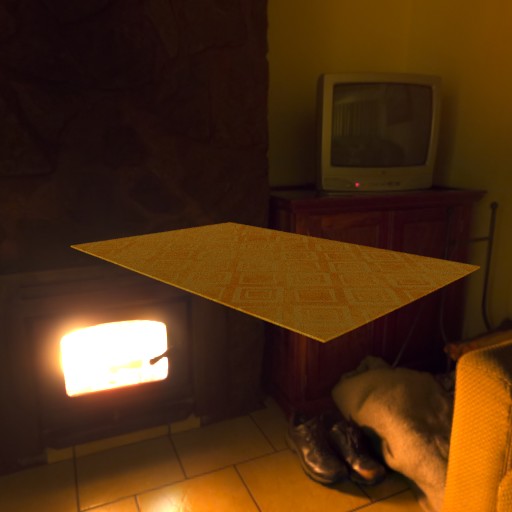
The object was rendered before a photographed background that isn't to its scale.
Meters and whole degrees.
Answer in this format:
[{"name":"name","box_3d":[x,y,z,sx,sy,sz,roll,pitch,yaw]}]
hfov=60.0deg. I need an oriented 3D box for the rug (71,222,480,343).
[{"name":"rug","box_3d":[0.000,0.000,2.335,1.213,0.010,1.829,-13,19,-43]}]
